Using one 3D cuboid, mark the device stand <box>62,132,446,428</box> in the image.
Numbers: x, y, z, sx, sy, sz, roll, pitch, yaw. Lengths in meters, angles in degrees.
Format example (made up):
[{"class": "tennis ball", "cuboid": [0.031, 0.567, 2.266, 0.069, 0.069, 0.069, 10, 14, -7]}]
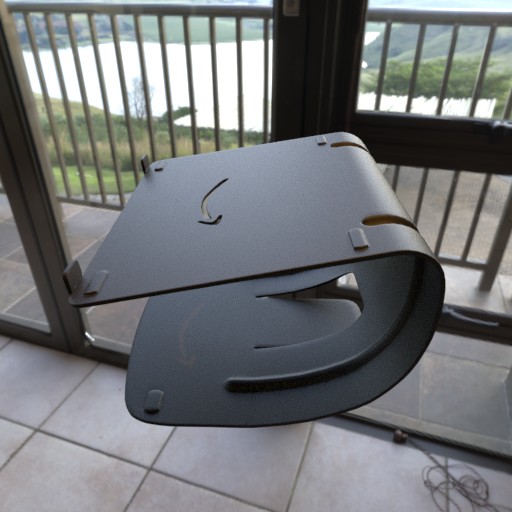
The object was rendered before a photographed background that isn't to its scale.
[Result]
[{"class": "device stand", "cuboid": [0.000, 0.000, 0.396, 0.236, 0.155, 0.256, 0, 32, 1]}]
